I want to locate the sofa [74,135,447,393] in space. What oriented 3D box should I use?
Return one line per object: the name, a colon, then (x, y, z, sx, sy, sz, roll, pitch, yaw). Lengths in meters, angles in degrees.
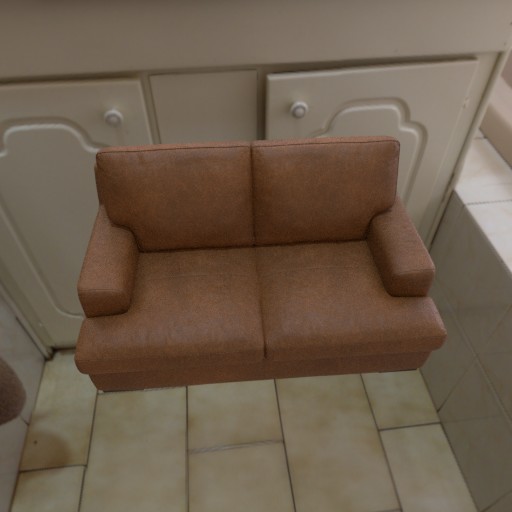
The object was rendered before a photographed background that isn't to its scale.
sofa: (0.000, 0.000, 2.464, 1.880, 0.966, 1.144, -3, 47, -3)
